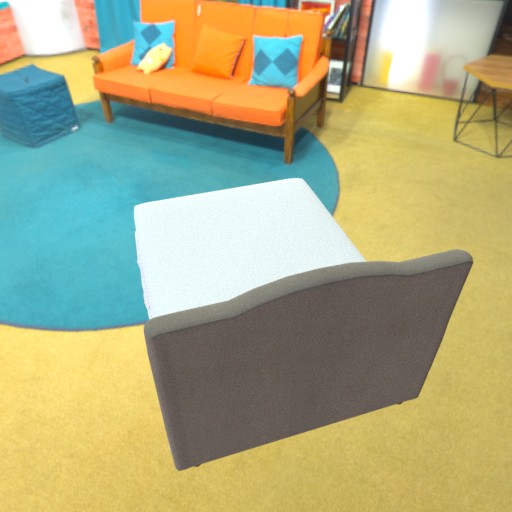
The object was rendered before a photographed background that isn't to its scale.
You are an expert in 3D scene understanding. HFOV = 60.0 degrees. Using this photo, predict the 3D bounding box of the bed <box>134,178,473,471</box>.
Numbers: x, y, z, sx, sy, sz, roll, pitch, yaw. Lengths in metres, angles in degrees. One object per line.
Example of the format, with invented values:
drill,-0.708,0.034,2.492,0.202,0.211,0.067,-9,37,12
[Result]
bed,0.000,0.000,3.248,1.744,1.441,2.128,-12,42,-13
